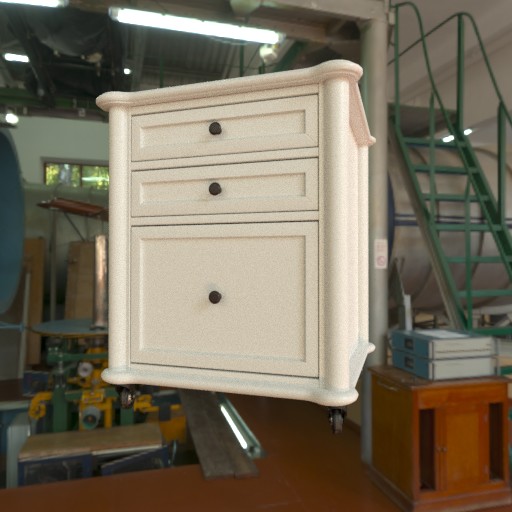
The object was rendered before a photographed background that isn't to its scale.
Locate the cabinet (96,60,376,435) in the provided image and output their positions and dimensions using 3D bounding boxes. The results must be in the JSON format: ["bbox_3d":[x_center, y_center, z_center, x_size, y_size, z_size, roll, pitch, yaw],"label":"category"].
[{"bbox_3d":[0.000,0.000,1.237,0.628,0.761,0.627,0,-1,18],"label":"cabinet"}]
